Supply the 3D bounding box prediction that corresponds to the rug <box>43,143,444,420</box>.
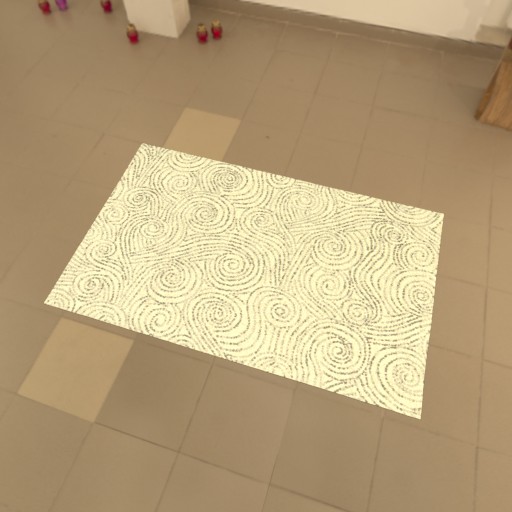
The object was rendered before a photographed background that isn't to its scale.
[{"bbox_3d":[0.000,0.000,3.084,2.439,0.005,1.524,15,60,9],"label":"rug"}]
